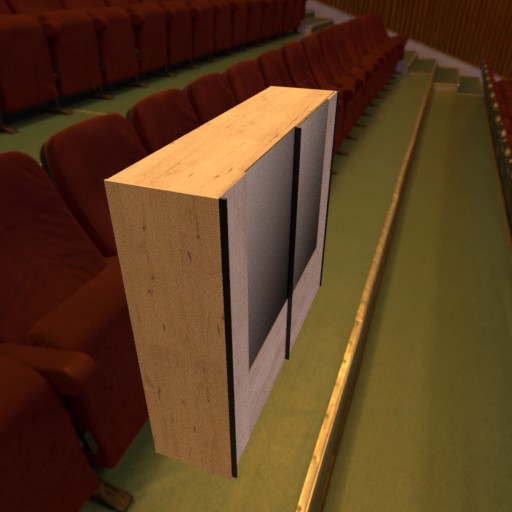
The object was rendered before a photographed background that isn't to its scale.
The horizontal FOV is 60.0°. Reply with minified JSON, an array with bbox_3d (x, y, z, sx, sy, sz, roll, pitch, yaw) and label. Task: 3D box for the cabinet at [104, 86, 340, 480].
[{"bbox_3d":[0.000,0.000,3.662,0.660,2.180,2.500,11,33,18],"label":"cabinet"}]
